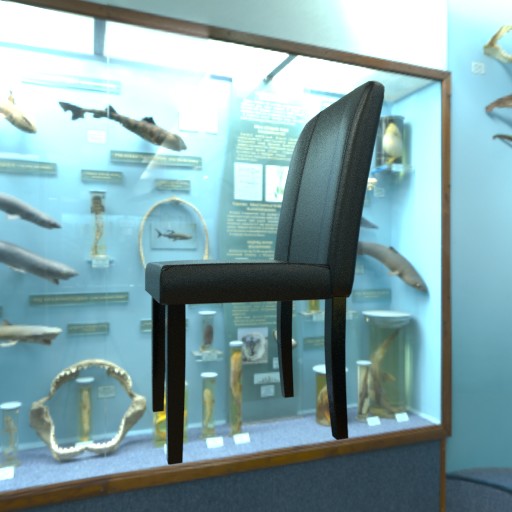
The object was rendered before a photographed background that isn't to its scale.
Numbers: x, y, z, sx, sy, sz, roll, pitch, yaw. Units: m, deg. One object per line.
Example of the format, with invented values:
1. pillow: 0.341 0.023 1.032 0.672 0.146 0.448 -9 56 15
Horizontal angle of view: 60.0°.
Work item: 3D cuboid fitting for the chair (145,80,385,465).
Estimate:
1. chair: 0.000 0.000 1.203 0.556 0.897 0.399 0 0 -19
